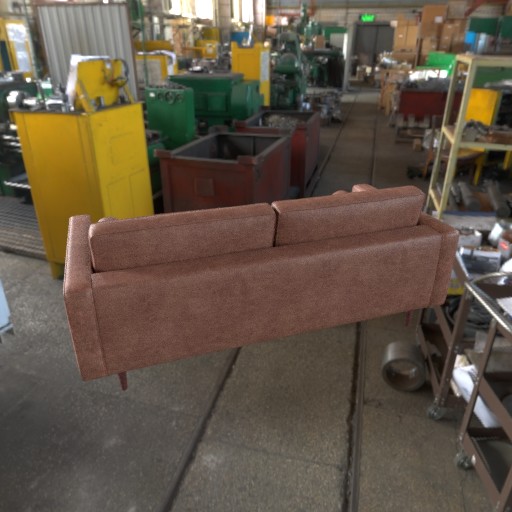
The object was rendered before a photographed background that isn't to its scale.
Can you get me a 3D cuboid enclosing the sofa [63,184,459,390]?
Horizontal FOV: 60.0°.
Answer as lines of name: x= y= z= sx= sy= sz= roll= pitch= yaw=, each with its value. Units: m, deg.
sofa: x=0.000 y=0.000 z=2.394 sx=1.870 sy=0.760 sz=0.910 roll=-9 pitch=28 yaw=-17
